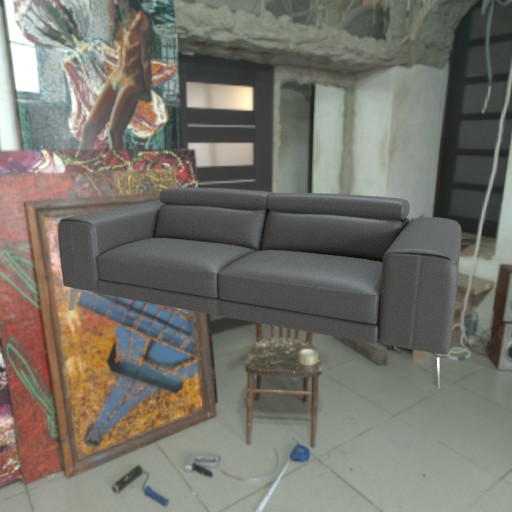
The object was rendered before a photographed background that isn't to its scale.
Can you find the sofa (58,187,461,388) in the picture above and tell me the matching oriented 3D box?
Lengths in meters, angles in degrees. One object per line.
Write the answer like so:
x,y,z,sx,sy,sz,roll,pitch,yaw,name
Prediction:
0.000,0.000,2.785,2.321,0.759,1.023,7,16,24,sofa
